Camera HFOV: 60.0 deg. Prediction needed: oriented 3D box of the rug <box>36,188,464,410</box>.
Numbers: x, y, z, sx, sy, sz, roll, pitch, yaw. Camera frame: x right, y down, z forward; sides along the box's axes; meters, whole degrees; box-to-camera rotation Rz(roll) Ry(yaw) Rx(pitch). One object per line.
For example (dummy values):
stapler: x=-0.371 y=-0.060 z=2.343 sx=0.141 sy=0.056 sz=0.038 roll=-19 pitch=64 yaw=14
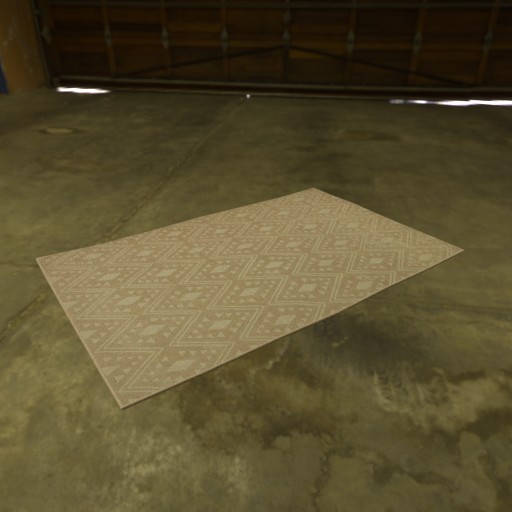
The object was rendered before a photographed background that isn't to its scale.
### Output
rug: x=0.000 y=0.000 z=2.968 sx=2.430 sy=0.053 sz=1.553 roll=-19 pitch=34 yaw=-31
